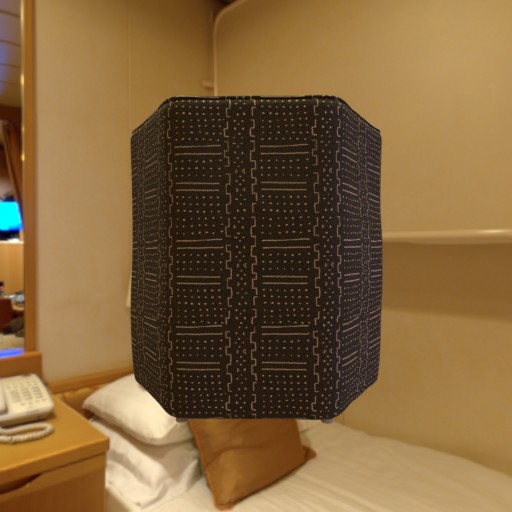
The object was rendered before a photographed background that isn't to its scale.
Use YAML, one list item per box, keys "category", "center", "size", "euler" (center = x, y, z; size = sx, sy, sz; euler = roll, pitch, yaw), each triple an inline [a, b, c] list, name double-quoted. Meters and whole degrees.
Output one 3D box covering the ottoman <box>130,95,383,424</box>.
- category: "ottoman"
  center: [0.000, 0.000, 0.873]
  size: [0.494, 0.502, 0.443]
  euler: [0, 1, 1]
